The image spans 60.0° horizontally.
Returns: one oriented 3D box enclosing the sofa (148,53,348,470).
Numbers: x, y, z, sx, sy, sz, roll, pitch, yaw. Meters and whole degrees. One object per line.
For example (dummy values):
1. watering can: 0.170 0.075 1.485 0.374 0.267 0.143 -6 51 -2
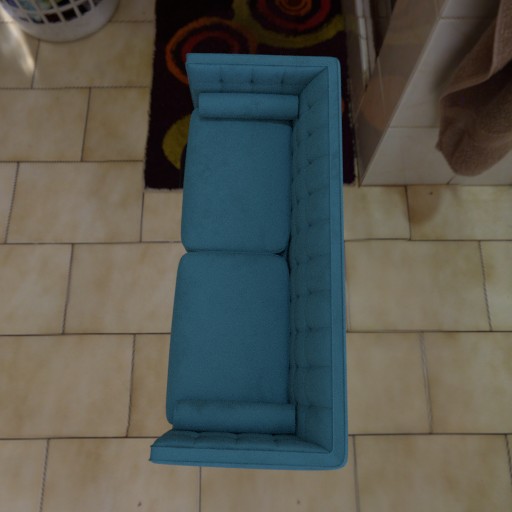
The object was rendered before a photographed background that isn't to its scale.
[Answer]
1. sofa: 0.000 0.000 2.496 0.867 0.789 2.087 2 74 1
